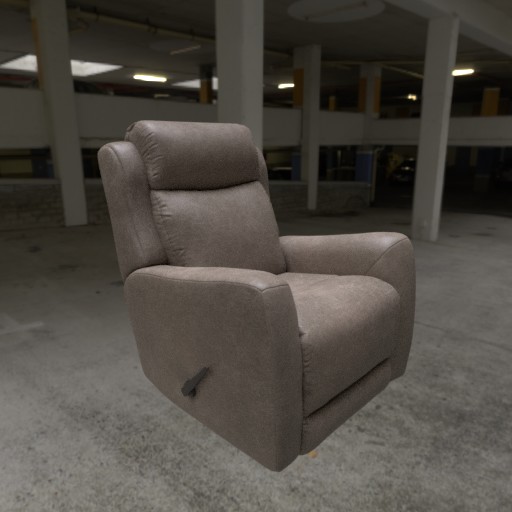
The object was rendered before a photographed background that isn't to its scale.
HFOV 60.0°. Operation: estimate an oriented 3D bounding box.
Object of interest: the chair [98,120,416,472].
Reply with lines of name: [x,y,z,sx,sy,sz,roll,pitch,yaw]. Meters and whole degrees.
chair: [0.000,0.000,1.890,1.068,1.116,0.967,14,20,43]
